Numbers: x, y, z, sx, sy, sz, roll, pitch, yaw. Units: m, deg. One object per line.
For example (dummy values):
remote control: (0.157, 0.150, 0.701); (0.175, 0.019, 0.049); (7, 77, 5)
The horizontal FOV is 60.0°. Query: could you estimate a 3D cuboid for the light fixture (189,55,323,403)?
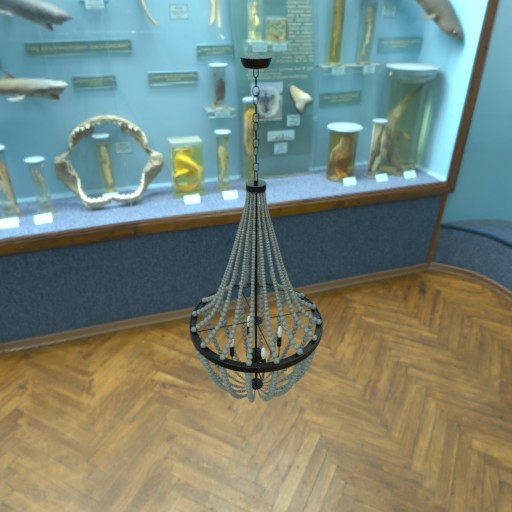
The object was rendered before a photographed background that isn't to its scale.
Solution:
light fixture: (0.000, 0.000, 1.373); (0.450, 1.133, 0.450); (0, 31, 0)
